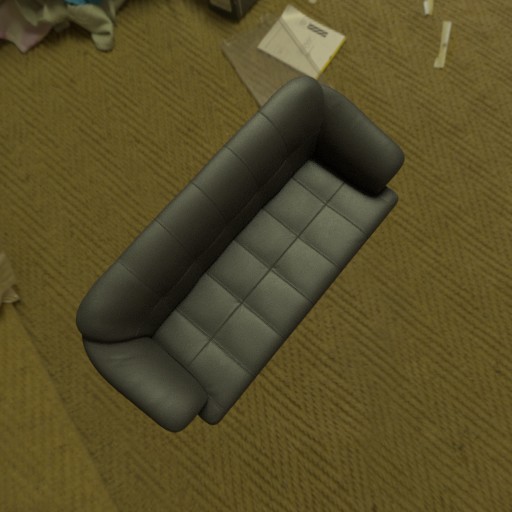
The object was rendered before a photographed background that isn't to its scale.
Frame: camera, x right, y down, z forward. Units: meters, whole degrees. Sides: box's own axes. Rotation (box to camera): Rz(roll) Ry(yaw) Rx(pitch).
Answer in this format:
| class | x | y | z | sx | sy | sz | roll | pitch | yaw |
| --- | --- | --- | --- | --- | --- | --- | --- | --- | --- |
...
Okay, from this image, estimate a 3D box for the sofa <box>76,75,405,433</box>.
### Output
| class | x | y | z | sx | sy | sz | roll | pitch | yaw |
| --- | --- | --- | --- | --- | --- | --- | --- | --- | --- |
| sofa | 0.000 | 0.000 | 2.337 | 0.800 | 0.811 | 1.829 | 39 | 79 | 9 |
